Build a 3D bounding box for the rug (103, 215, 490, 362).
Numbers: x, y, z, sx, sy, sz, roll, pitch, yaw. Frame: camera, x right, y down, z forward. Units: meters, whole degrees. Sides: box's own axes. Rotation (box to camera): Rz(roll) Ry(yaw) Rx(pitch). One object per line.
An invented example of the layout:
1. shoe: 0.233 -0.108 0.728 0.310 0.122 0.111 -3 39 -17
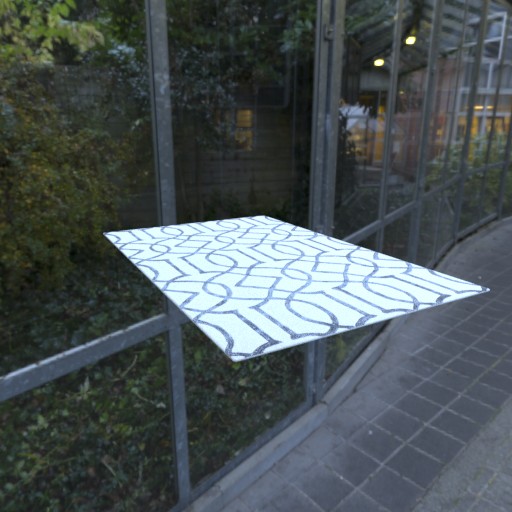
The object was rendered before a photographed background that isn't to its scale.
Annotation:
1. rug: 0.000 0.000 2.973 1.521 0.017 2.365 -9 18 -28
